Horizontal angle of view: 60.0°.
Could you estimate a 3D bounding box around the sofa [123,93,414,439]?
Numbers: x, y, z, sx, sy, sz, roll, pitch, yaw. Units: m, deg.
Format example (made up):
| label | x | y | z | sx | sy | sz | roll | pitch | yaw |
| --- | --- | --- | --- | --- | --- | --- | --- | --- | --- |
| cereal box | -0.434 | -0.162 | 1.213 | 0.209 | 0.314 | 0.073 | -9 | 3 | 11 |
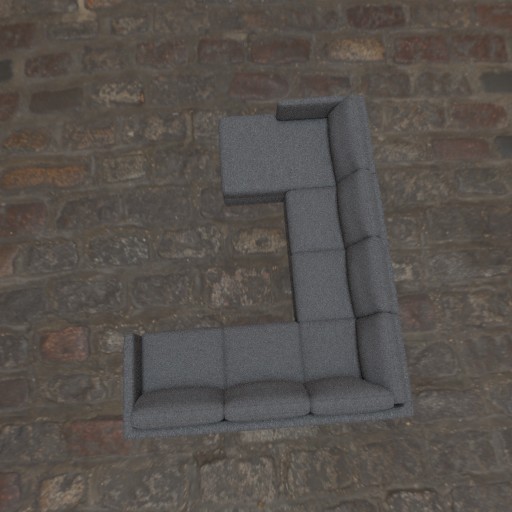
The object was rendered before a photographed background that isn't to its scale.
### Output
| label | x | y | z | sx | sy | sz | roll | pitch | yaw |
| --- | --- | --- | --- | --- | --- | --- | --- | --- | --- |
| sofa | 0.000 | 0.000 | 4.466 | 2.551 | 0.853 | 3.238 | -4 | 75 | -1 |
